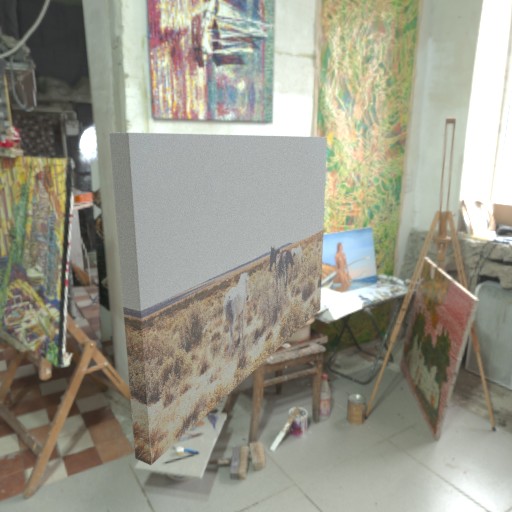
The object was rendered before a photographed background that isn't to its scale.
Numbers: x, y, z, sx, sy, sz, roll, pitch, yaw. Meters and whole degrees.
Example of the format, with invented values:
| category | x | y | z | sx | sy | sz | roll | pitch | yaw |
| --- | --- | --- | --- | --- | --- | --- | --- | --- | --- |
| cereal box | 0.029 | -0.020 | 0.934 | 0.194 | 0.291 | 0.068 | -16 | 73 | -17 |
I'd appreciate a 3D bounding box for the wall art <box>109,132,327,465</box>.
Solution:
| category | x | y | z | sx | sy | sz | roll | pitch | yaw |
| --- | --- | --- | --- | --- | --- | --- | --- | --- | --- |
| wall art | 0.000 | 0.000 | 1.452 | 0.051 | 0.761 | 1.138 | 8 | 16 | 27 |
